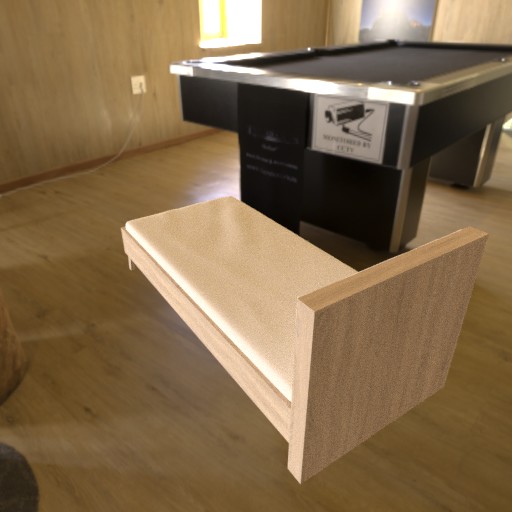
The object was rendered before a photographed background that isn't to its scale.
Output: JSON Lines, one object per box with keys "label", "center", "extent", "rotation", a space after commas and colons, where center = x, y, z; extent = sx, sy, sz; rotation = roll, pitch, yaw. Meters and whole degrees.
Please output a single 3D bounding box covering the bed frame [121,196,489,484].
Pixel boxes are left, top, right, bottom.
{"label": "bed frame", "center": [0.000, 0.000, 2.678], "extent": [0.990, 0.920, 2.140], "rotation": [-19, 35, -29]}
